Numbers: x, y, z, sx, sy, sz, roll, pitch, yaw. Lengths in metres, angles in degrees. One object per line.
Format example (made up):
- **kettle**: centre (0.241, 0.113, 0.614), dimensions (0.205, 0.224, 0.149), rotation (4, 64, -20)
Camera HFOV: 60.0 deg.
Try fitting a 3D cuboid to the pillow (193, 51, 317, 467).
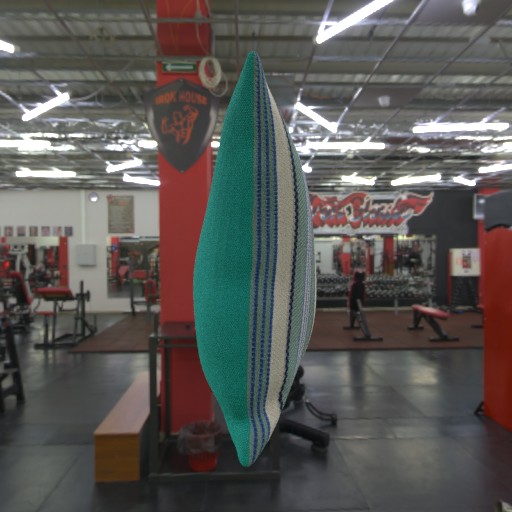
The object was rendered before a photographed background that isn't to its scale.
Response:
- **pillow**: centre (0.000, 0.000, 0.677), dimensions (0.182, 0.441, 0.440), rotation (0, 1, 0)
